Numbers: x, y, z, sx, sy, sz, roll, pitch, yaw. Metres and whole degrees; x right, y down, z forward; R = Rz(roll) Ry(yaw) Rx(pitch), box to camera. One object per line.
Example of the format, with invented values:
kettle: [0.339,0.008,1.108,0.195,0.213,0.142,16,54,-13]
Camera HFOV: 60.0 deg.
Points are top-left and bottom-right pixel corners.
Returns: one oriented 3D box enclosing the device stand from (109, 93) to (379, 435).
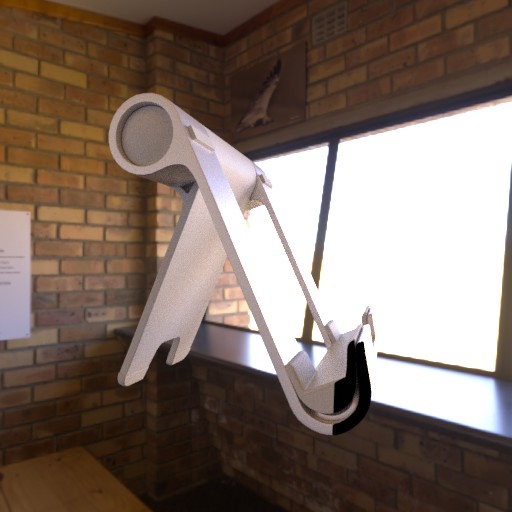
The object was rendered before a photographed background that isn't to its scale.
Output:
device stand: [0.000,0.000,0.151,0.079,0.084,0.086,0,-1,17]
